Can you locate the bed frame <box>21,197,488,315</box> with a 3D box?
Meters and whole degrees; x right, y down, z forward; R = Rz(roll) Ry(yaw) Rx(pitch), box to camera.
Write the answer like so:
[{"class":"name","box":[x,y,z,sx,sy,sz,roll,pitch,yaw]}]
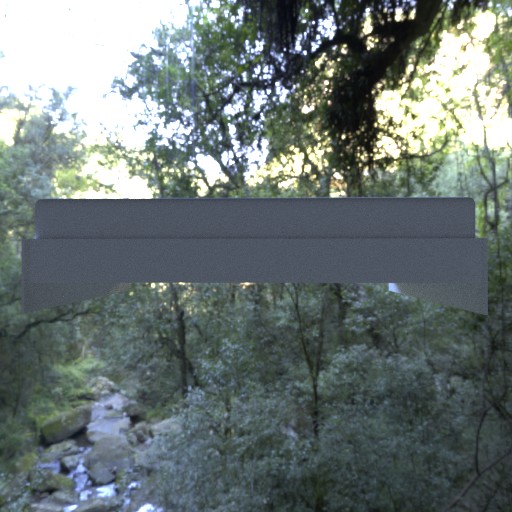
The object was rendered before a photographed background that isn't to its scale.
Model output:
[{"class":"bed frame","box":[0.000,0.000,2.571,1.945,0.497,1.445,0,0,2]}]
